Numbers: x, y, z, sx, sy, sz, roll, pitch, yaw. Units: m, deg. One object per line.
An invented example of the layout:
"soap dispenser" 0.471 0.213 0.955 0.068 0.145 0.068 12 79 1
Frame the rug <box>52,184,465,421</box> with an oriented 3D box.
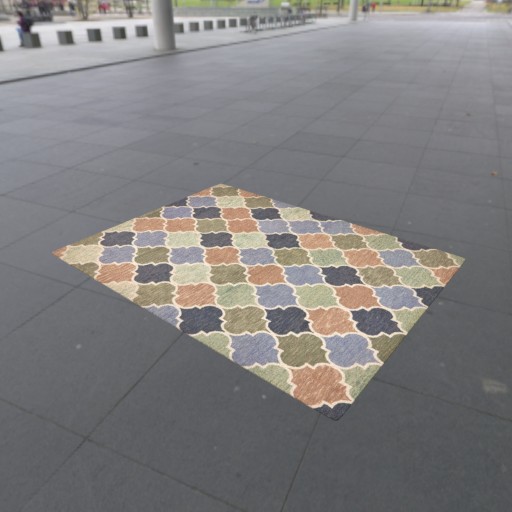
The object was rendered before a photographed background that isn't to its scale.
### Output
"rug" 0.000 0.000 4.291 3.200 0.013 2.439 22 37 33
